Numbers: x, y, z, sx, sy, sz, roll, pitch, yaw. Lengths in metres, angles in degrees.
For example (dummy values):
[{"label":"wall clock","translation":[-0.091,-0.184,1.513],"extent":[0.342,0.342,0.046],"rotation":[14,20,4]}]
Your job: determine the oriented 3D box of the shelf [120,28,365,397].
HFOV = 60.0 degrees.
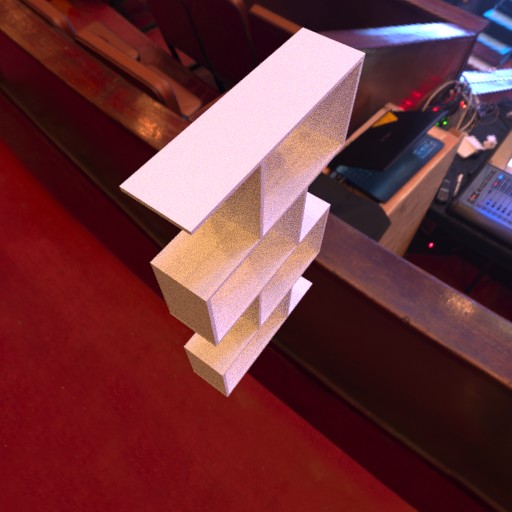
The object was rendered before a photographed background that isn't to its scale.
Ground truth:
[{"label":"shelf","translation":[0.000,0.000,2.028],"extent":[0.250,1.650,0.890],"rotation":[32,64,18]}]
